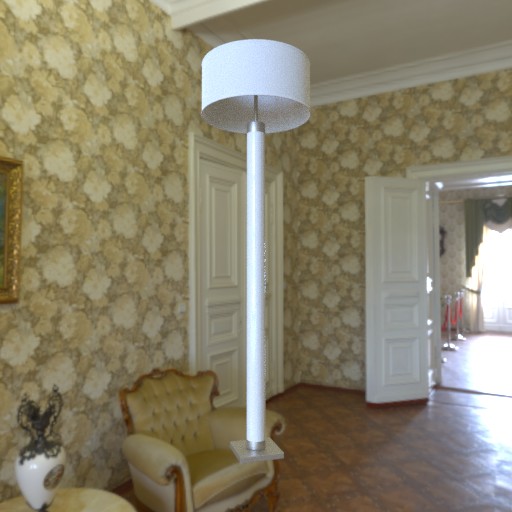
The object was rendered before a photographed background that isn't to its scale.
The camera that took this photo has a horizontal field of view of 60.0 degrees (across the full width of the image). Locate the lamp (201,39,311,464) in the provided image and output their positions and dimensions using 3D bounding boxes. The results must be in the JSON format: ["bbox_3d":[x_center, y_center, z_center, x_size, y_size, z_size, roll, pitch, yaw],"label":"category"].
[{"bbox_3d":[0.000,0.000,1.685,0.420,1.475,0.420,1,-2,-17],"label":"lamp"}]
